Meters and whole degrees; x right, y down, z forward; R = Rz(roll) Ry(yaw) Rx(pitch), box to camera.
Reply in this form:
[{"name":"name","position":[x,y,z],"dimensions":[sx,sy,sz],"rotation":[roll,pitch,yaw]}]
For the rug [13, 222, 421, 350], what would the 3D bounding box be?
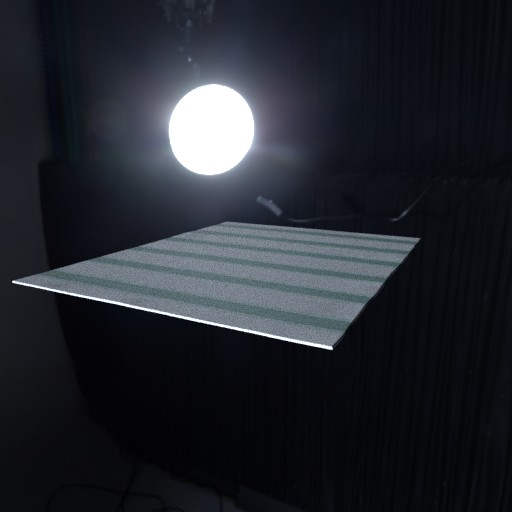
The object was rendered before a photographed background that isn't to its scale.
[{"name":"rug","position":[0.000,0.000,3.999],"dimensions":[2.434,0.019,3.041],"rotation":[7,15,27]}]
